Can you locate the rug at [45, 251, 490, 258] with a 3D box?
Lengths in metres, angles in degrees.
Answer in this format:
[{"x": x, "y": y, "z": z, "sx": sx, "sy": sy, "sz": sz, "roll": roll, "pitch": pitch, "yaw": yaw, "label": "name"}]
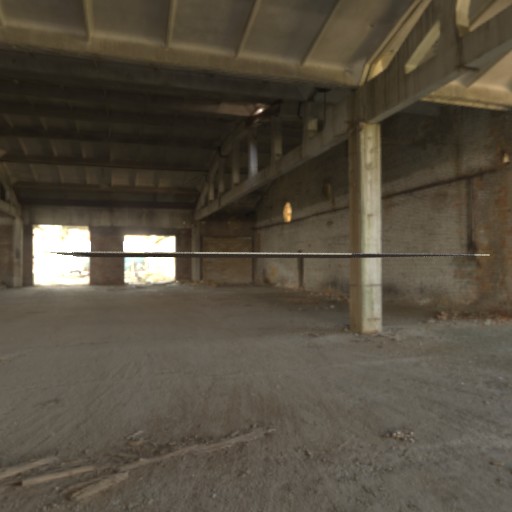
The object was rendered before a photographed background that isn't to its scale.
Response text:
[{"x": 0.000, "y": 0.000, "z": 2.292, "sx": 1.828, "sy": 0.005, "sz": 1.220, "roll": 0, "pitch": -1, "yaw": -17, "label": "rug"}]
